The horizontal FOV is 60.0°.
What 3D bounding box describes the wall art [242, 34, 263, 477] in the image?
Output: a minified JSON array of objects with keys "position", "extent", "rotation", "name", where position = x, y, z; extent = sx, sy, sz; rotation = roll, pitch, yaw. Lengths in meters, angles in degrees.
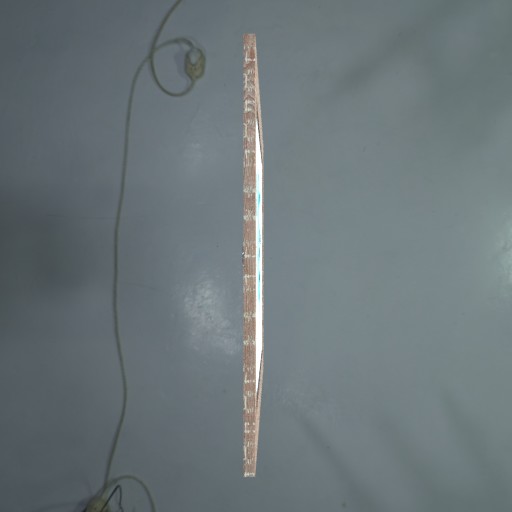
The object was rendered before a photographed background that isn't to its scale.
[{"position":[0.000,0.000,0.576],"extent":[0.012,0.384,0.384],"rotation":[0,90,2],"name":"wall art"}]
